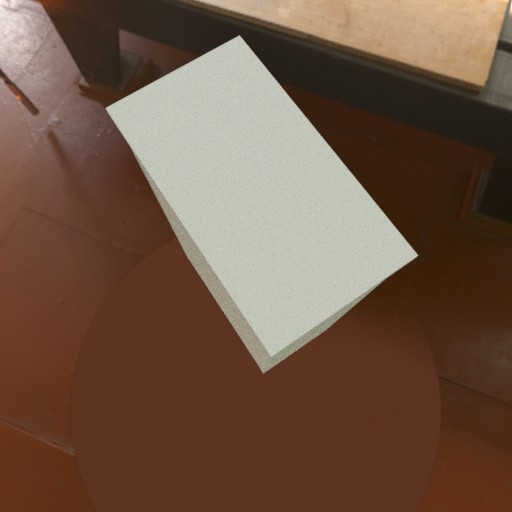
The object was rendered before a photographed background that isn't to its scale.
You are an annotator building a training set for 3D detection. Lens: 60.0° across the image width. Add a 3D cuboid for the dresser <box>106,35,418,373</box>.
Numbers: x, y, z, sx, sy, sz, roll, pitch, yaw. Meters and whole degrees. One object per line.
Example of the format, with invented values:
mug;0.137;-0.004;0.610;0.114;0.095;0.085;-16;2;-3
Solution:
dresser;0.000;0.000;1.611;0.399;1.255;0.704;-33;76;-9
